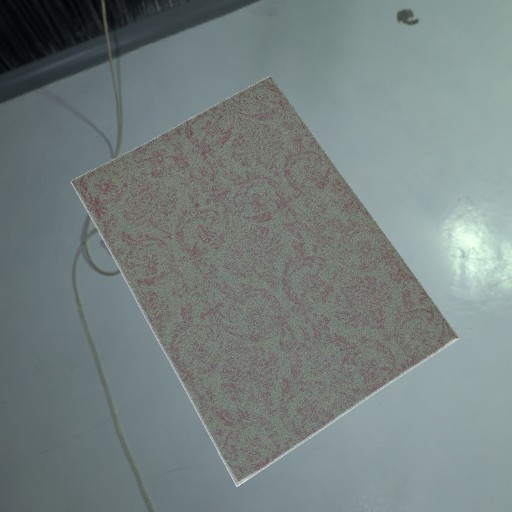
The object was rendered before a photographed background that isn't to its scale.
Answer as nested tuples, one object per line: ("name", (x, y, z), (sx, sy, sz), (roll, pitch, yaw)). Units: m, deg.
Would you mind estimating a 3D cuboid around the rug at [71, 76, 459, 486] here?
("rug", (0.000, 0.000, 2.867), (1.598, 0.014, 2.202), (-31, 77, -8))
